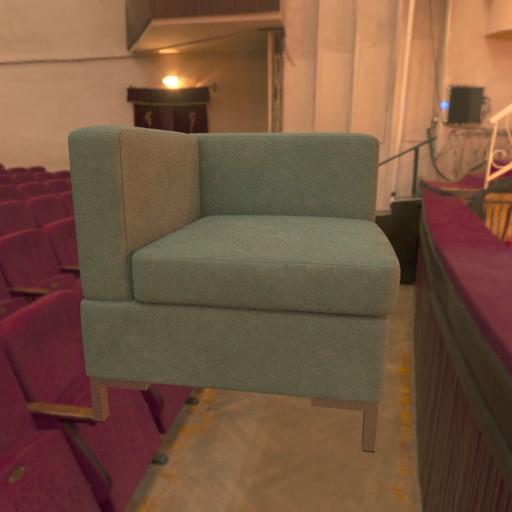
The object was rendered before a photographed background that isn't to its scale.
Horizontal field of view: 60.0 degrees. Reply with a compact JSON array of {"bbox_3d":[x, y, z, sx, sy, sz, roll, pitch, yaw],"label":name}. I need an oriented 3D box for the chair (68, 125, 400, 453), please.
[{"bbox_3d":[0.000,0.000,1.193,0.680,0.660,0.680,2,14,10],"label":"chair"}]
